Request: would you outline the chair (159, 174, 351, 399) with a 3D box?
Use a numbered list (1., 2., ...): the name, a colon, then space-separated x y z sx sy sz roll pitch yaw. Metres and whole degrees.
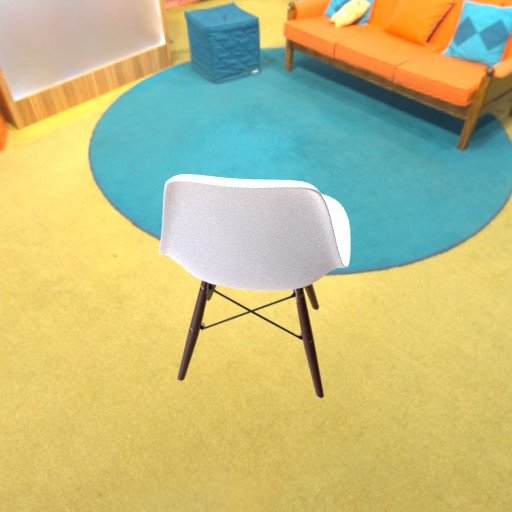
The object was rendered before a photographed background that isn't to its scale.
1. chair: 0.000 0.000 1.131 0.470 0.826 0.533 4 46 4
